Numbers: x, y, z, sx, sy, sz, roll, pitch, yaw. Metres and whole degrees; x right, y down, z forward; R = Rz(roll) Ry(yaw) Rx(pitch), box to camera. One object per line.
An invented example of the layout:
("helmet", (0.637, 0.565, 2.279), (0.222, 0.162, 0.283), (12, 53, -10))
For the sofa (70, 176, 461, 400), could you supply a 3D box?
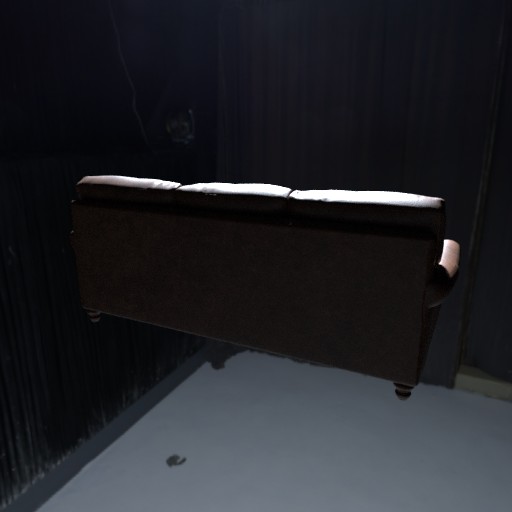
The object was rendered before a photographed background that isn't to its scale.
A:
("sofa", (0.000, 0.000, 2.813), (2.351, 0.977, 0.973), (8, 18, 26))
